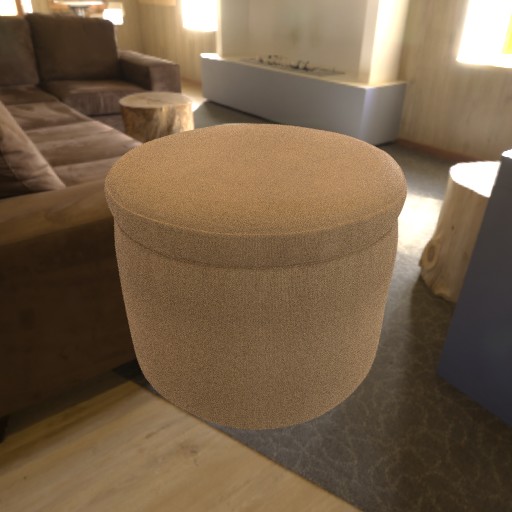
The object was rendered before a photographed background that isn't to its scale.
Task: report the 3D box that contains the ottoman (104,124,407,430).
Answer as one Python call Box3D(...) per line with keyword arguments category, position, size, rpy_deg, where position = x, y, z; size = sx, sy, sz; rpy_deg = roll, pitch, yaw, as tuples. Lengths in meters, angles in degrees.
Box3D(category="ottoman", position=(0.000, 0.000, 0.837), size=(0.497, 0.409, 0.497), rpy_deg=(0, 31, 0))
